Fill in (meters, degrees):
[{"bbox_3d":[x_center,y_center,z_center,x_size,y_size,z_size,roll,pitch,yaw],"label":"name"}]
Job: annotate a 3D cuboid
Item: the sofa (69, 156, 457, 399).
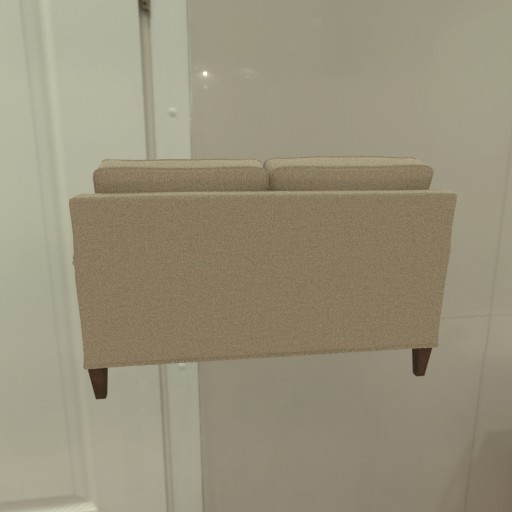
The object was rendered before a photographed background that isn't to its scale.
[{"bbox_3d":[0.000,0.000,2.273,1.597,1.003,1.084,-2,13,-8],"label":"sofa"}]
